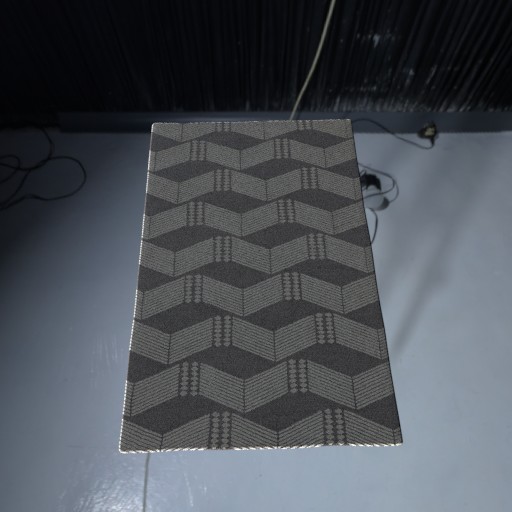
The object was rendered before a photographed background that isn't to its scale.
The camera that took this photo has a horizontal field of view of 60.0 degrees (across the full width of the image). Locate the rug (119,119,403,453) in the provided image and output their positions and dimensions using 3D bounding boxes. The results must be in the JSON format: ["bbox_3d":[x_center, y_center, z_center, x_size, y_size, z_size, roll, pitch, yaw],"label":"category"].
[{"bbox_3d":[0.000,0.000,2.288,1.210,0.016,1.833,-1,63,-1],"label":"rug"}]
